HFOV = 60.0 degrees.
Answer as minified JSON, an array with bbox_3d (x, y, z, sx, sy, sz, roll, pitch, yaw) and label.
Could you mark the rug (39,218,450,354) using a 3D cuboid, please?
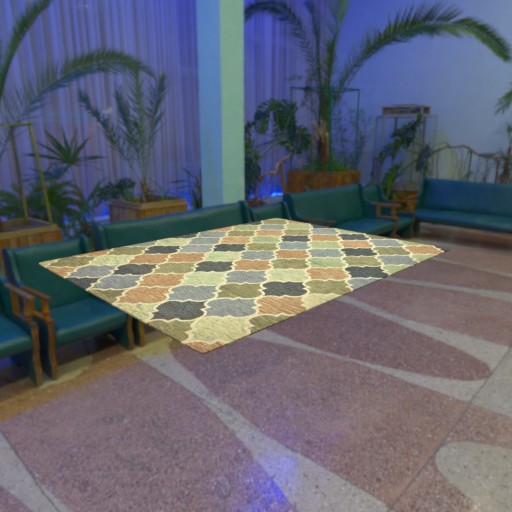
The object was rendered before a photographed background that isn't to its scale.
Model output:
[{"bbox_3d":[0.000,0.000,4.296,3.200,0.013,2.439,-15,21,-43],"label":"rug"}]
